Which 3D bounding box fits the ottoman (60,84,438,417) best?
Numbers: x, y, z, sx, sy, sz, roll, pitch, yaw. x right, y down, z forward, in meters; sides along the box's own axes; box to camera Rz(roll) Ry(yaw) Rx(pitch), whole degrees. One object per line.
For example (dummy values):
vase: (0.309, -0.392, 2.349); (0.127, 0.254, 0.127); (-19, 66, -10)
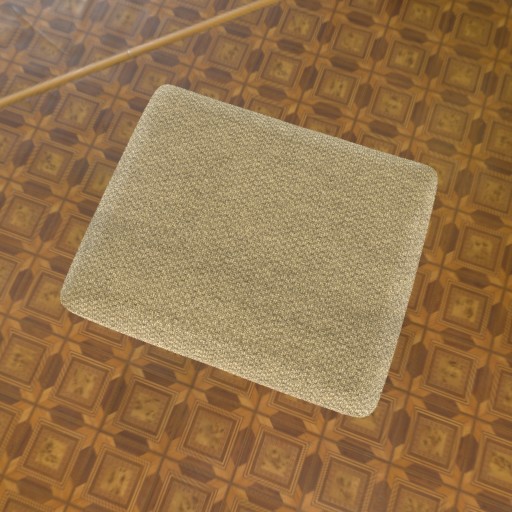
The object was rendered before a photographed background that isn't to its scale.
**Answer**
ottoman: (0.000, 0.000, 1.161); (0.751, 0.476, 0.603); (19, 76, 5)
